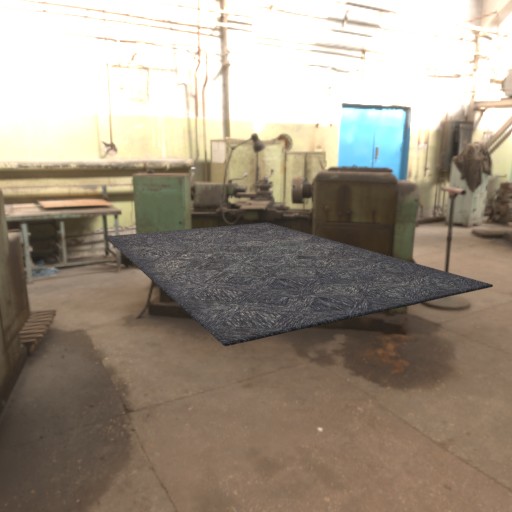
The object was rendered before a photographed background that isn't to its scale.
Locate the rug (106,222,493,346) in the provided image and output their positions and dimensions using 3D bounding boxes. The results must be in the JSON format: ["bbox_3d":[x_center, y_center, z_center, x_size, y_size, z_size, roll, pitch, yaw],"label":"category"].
[{"bbox_3d":[0.000,0.000,2.196,1.139,0.010,1.754,-7,15,-28],"label":"rug"}]
